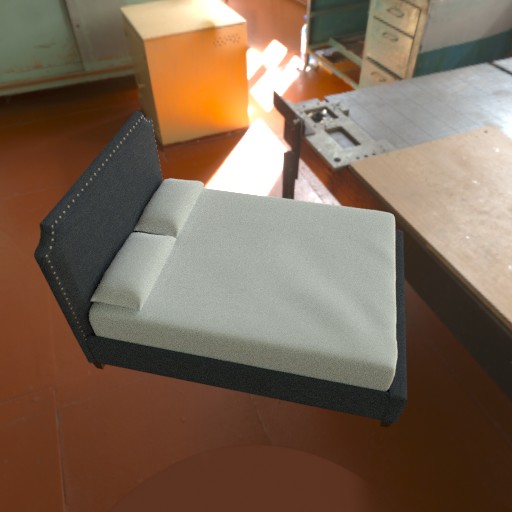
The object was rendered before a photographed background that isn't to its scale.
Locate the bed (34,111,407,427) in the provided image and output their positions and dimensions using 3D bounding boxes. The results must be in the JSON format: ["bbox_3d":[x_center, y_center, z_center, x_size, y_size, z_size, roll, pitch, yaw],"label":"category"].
[{"bbox_3d":[0.000,0.000,3.427,2.372,1.443,1.713,9,46,9],"label":"bed"}]
